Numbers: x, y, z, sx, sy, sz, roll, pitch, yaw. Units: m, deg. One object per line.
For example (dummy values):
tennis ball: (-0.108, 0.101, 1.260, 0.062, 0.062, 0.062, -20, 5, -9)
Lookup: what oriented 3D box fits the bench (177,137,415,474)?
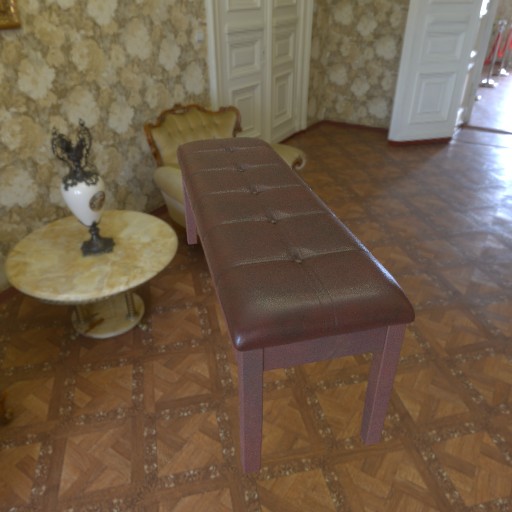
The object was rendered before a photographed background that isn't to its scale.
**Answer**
bench: (0.000, 0.000, 1.514, 0.401, 0.491, 1.259, -7, 32, -12)
